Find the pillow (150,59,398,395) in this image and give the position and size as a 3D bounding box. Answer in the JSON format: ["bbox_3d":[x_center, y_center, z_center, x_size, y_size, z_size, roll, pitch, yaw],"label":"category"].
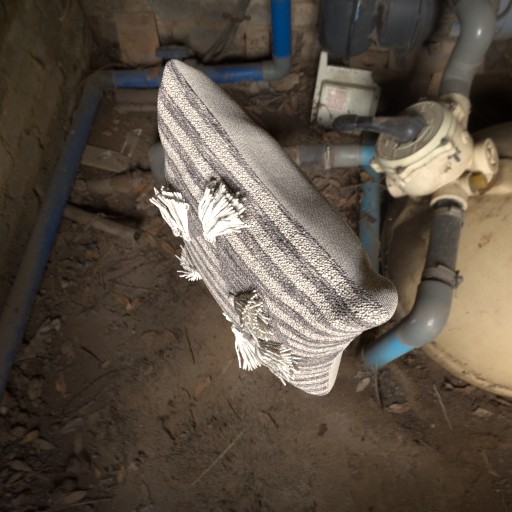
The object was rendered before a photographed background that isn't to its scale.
[{"bbox_3d":[0.000,0.000,0.776,0.234,0.490,0.484,-32,67,-15],"label":"pillow"}]
